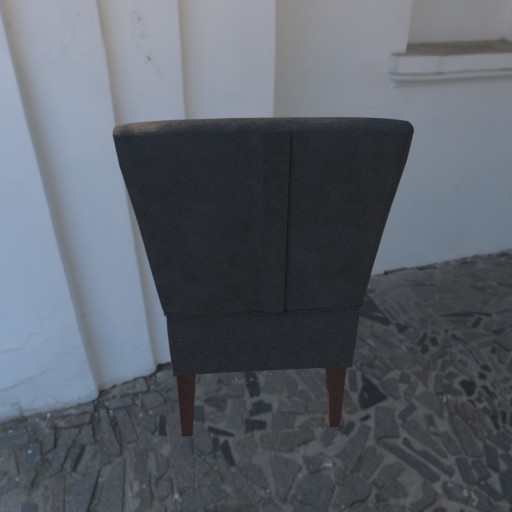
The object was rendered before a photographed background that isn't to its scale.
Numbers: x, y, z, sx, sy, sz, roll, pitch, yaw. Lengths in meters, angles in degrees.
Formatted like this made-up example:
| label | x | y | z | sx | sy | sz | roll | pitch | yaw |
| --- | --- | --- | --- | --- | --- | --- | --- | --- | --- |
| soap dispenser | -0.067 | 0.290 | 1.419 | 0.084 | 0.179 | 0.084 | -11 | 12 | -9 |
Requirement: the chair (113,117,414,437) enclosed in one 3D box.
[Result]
| label | x | y | z | sx | sy | sz | roll | pitch | yaw |
| --- | --- | --- | --- | --- | --- | --- | --- | --- | --- |
| chair | 0.000 | 0.000 | 1.167 | 0.521 | 0.806 | 0.554 | -2 | 29 | -3 |
